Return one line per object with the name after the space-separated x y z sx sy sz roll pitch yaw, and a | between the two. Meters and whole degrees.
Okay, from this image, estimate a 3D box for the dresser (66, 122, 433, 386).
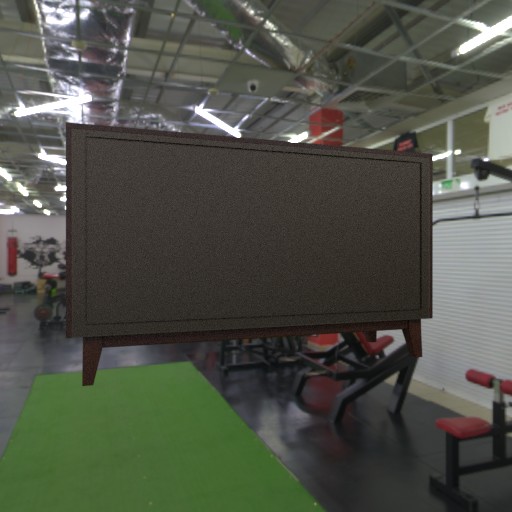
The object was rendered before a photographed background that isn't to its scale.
0.000 0.000 2.088 1.609 0.971 0.499 0 0 -18 | dresser
